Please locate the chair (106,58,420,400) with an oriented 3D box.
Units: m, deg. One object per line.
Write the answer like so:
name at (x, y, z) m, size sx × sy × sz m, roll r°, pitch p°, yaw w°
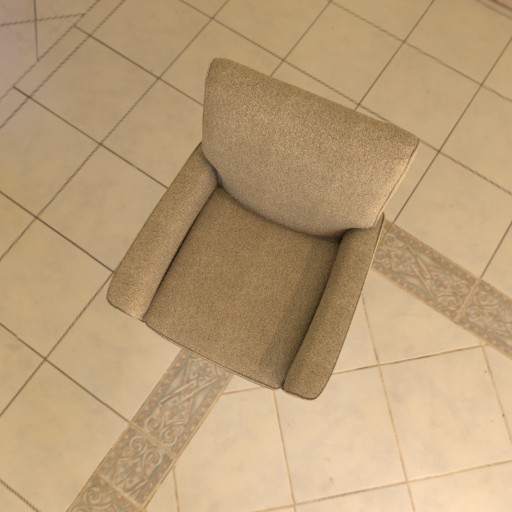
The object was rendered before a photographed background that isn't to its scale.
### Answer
chair at (0.000, 0.000, 1.688) m, size 0.841 × 1.028 × 0.858 m, roll 24°, pitch 76°, yaw 6°
